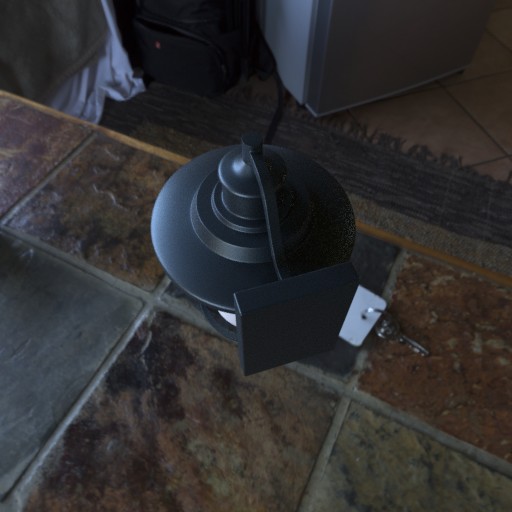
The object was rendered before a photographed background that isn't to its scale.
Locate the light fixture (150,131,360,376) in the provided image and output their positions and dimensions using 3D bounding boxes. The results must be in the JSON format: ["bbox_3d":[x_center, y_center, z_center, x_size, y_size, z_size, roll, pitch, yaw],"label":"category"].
[{"bbox_3d":[0.000,0.000,0.528,0.222,0.345,0.252,-15,58,-9],"label":"light fixture"}]
